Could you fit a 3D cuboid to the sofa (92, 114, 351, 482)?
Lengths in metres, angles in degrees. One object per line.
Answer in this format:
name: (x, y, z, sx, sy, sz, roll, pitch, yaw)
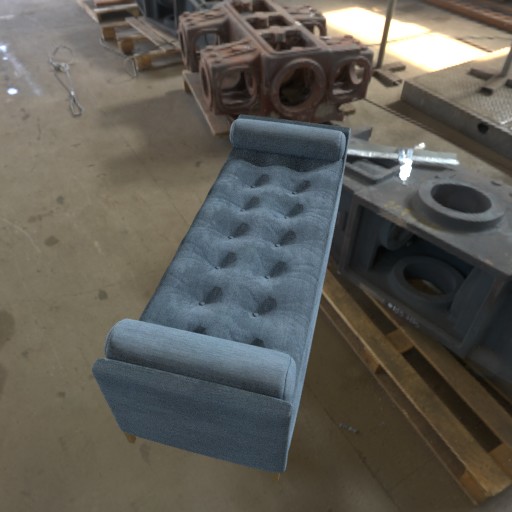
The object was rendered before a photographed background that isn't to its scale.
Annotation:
sofa: (0.000, 0.000, 2.516, 0.796, 0.705, 2.102, 10, 46, 10)
